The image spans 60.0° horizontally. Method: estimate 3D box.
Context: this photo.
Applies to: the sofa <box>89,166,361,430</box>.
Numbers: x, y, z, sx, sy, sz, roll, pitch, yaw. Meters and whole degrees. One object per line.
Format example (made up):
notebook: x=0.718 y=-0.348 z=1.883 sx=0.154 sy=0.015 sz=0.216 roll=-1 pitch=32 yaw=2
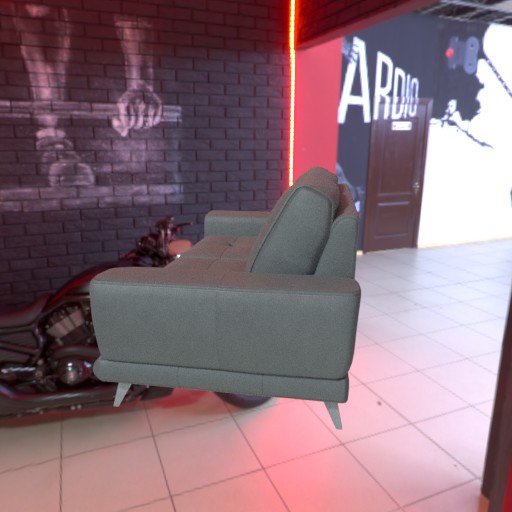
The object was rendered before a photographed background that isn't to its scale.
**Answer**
sofa: x=0.000 y=0.000 z=2.423 sx=1.018 sy=0.907 sz=1.806 roll=2 pitch=15 yaw=9
